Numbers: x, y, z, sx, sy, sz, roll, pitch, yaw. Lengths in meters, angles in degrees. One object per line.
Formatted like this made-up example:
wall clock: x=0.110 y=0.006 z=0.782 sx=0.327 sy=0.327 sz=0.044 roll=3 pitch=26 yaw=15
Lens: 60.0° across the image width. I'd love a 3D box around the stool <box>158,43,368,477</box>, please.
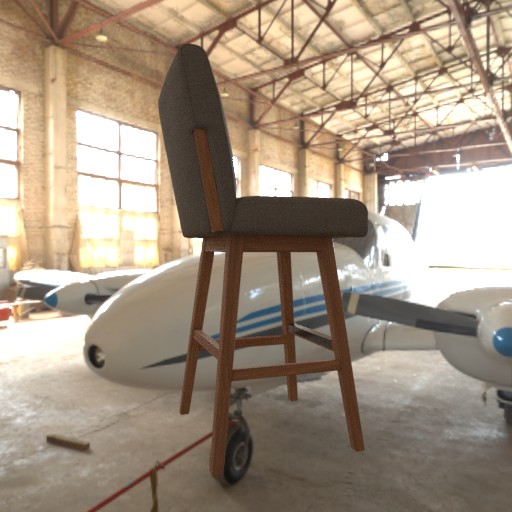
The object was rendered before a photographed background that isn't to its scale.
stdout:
stool: x=0.000 y=0.000 z=1.408 sx=0.570 sy=1.112 sz=0.483 roll=0 pitch=1 yaw=-20
